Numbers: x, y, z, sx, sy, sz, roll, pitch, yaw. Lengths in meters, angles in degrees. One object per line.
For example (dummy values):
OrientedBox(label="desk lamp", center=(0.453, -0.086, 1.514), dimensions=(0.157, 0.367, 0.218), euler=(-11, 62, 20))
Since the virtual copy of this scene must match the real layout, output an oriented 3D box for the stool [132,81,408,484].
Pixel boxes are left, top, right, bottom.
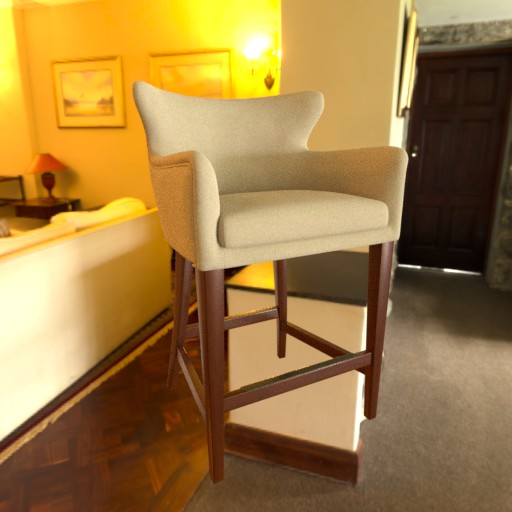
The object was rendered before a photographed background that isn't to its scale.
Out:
OrientedBox(label="stool", center=(0.000, 0.000, 1.297), dimensions=(0.601, 0.951, 0.570), euler=(-9, 18, -28))
